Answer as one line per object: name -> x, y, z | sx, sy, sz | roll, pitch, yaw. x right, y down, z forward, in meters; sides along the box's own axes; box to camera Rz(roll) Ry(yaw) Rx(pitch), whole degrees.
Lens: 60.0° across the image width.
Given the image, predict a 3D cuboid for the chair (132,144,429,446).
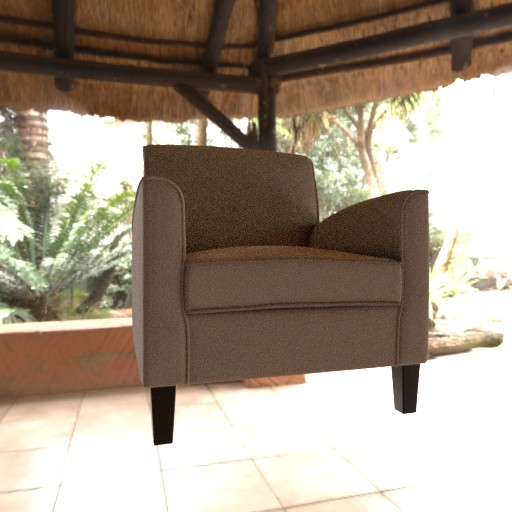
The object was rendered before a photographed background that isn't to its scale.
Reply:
chair -> 0.000, 0.000, 1.535 | 0.820, 0.915, 0.820 | 0, 0, -17
